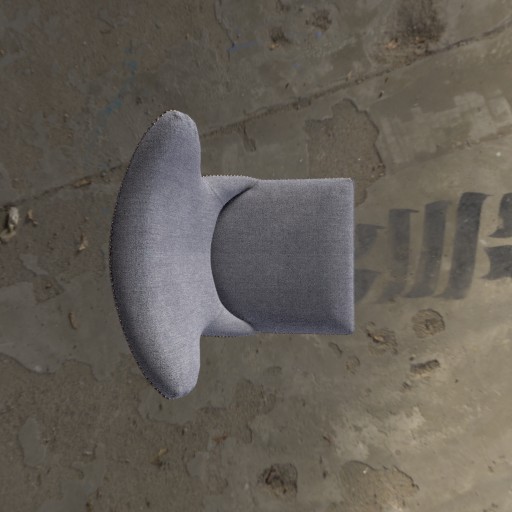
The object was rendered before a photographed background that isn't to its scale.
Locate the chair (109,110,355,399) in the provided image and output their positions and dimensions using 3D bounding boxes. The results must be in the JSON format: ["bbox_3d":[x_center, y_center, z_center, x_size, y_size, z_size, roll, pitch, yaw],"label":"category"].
[{"bbox_3d":[0.000,0.000,1.462,0.681,1.002,0.654,0,90,0],"label":"chair"}]
